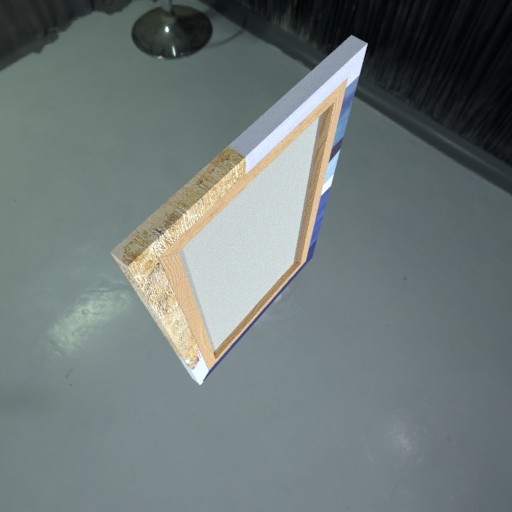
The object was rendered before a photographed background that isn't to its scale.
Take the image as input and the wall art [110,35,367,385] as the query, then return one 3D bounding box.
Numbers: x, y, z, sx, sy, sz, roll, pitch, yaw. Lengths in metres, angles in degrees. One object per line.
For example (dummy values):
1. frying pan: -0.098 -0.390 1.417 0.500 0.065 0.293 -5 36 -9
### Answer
1. wall art: 0.000 0.000 1.144 0.039 0.911 0.607 37 69 17
